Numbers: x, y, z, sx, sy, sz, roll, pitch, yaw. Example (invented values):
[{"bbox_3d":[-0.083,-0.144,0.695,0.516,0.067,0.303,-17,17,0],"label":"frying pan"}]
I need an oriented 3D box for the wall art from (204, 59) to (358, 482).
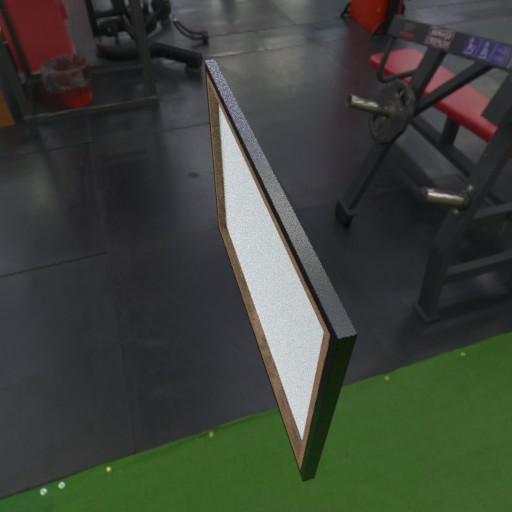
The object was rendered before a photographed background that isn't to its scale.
[{"bbox_3d":[0.000,0.000,0.812,0.022,0.446,0.659,-12,48,-11],"label":"wall art"}]
